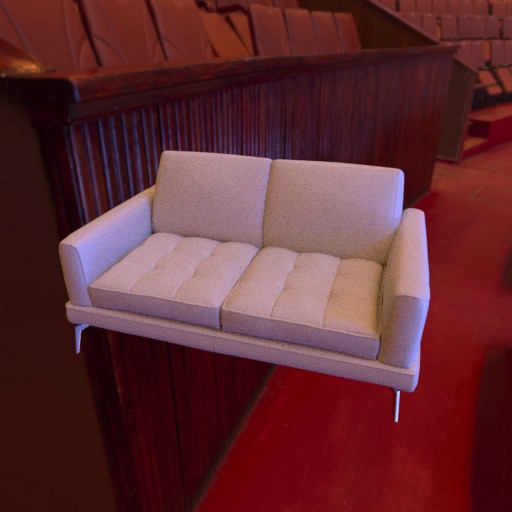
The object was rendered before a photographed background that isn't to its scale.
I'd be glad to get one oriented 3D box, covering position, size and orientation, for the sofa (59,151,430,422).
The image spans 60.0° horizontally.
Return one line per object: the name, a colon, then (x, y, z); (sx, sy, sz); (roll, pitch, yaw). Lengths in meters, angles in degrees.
sofa: (0.000, 0.000, 2.479); (1.819, 0.930, 1.121); (8, 28, 15)
